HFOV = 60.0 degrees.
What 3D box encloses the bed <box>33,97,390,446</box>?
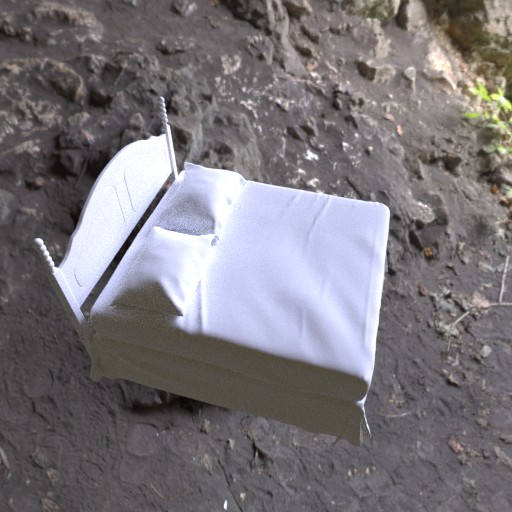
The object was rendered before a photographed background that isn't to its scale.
[{"bbox_3d":[0.000,0.000,3.194,2.040,1.356,1.873,12,48,11],"label":"bed"}]
